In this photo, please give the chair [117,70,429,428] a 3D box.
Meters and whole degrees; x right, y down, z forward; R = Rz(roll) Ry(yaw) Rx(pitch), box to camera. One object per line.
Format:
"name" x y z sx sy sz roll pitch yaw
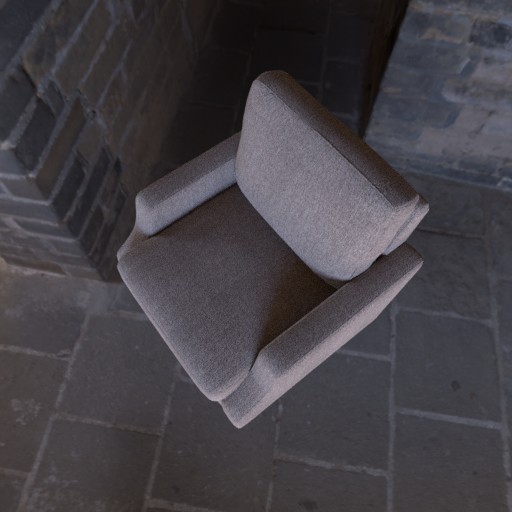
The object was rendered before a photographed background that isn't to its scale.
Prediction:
"chair" 0.000 0.000 1.672 0.897 0.993 0.855 -35 69 -16
